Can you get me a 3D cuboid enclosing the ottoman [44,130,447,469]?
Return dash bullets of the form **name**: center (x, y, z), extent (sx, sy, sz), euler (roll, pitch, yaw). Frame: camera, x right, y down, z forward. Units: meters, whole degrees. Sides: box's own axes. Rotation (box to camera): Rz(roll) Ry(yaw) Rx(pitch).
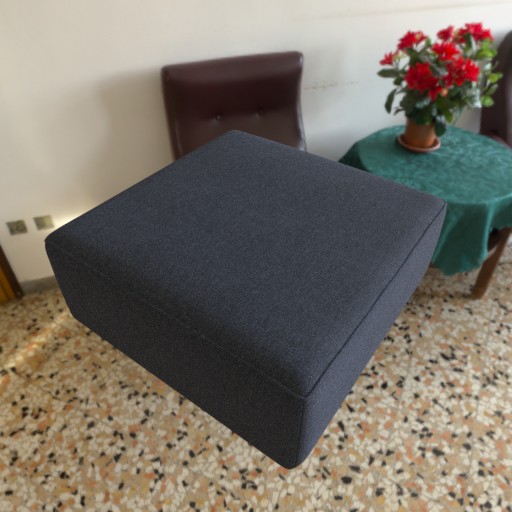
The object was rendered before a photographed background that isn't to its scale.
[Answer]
- **ottoman**: center (0.000, 0.000, 1.585), extent (1.000, 0.439, 1.000), euler (25, 47, 26)
